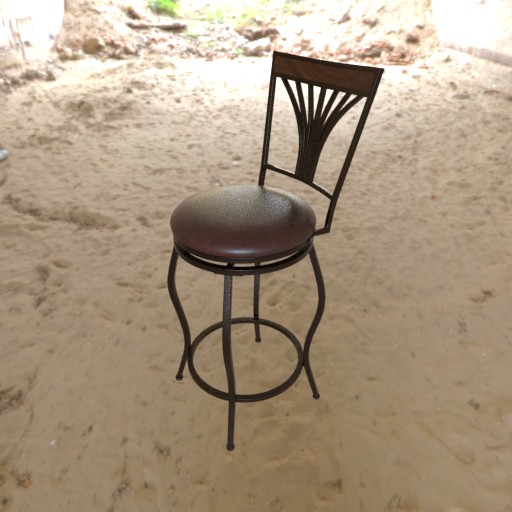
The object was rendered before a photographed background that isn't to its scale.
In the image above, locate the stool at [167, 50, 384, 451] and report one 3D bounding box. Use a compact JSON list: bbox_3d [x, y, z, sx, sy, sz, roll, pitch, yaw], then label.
[{"bbox_3d":[0.000,0.000,1.396,0.514,1.117,0.433,-20,36,-29],"label":"stool"}]
